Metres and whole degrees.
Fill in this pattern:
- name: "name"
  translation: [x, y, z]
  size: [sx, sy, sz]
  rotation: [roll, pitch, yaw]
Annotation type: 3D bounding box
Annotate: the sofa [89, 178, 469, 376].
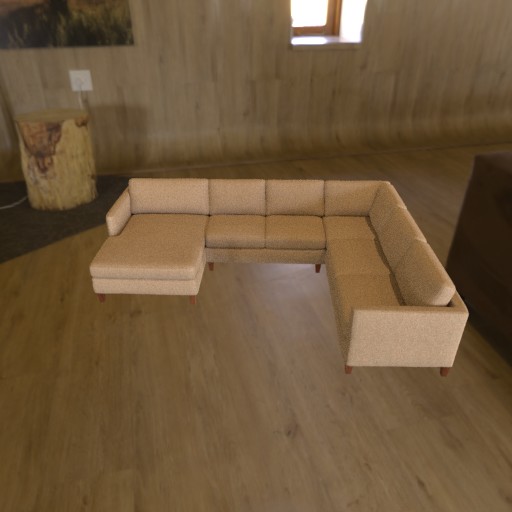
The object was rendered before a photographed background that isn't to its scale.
- name: "sofa"
  translation: [0.000, 0.000, 4.644]
  size: [3.403, 0.889, 2.551]
  rotation: [1, 31, 2]
